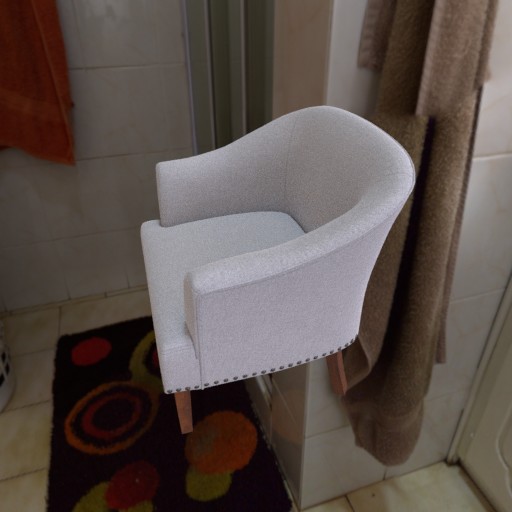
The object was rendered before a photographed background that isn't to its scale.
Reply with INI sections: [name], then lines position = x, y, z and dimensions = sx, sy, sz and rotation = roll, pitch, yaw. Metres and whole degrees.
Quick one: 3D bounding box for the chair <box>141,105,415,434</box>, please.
[chair]
position = 0.000, 0.000, 1.436
dimensions = 0.704, 0.815, 0.798
rotation = -9, 34, -14
